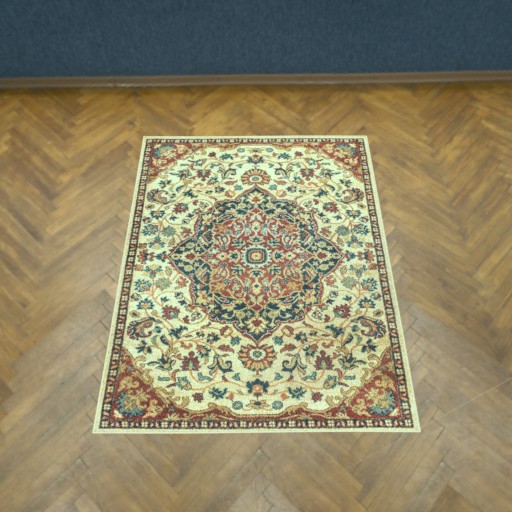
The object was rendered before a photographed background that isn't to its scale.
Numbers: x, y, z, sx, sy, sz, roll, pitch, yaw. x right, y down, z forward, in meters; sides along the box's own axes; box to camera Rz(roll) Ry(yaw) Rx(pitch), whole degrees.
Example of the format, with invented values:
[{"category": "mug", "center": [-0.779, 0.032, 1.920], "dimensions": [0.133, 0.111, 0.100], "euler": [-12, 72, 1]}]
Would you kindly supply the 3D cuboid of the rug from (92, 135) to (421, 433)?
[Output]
[{"category": "rug", "center": [0.000, 0.000, 4.084], "dimensions": [2.454, 0.005, 3.067], "euler": [0, 59, 0]}]
